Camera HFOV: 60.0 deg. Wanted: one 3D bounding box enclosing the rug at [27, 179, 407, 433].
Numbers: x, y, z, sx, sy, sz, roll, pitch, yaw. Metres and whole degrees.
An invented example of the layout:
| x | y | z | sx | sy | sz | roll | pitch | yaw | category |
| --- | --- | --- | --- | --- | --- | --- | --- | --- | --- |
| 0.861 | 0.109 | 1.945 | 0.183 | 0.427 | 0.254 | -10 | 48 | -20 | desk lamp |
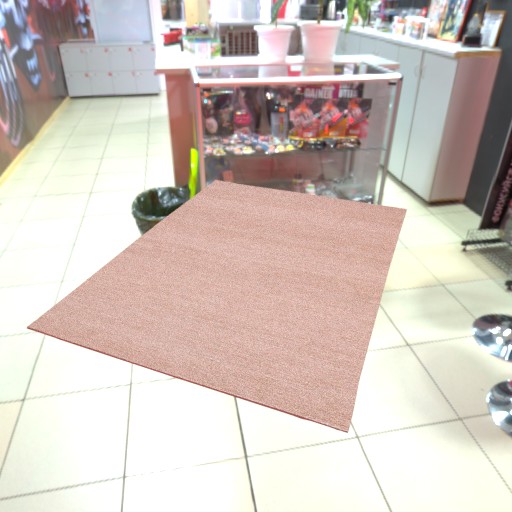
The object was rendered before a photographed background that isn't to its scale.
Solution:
| x | y | z | sx | sy | sz | roll | pitch | yaw | category |
| --- | --- | --- | --- | --- | --- | --- | --- | --- | --- |
| 0.000 | 0.000 | 4.186 | 2.434 | 0.045 | 3.202 | 12 | 33 | 19 | rug |
